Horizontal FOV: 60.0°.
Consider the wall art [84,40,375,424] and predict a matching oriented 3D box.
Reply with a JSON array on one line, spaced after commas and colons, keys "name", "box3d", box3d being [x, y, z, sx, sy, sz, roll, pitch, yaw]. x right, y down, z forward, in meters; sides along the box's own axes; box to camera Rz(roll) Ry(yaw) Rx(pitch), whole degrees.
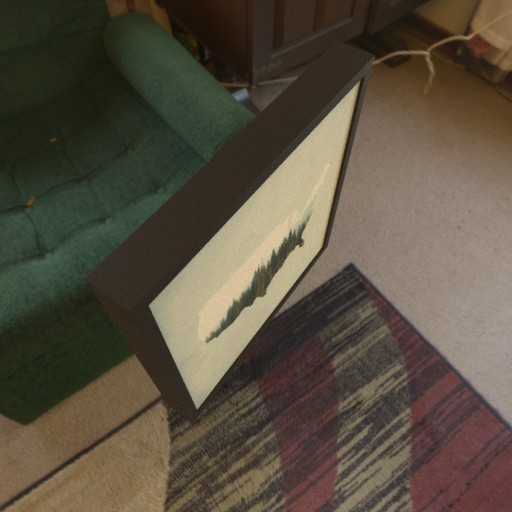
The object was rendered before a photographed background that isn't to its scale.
[{"name": "wall art", "box3d": [0.000, 0.000, 0.457, 0.038, 0.304, 0.304, 31, 63, 18]}]
